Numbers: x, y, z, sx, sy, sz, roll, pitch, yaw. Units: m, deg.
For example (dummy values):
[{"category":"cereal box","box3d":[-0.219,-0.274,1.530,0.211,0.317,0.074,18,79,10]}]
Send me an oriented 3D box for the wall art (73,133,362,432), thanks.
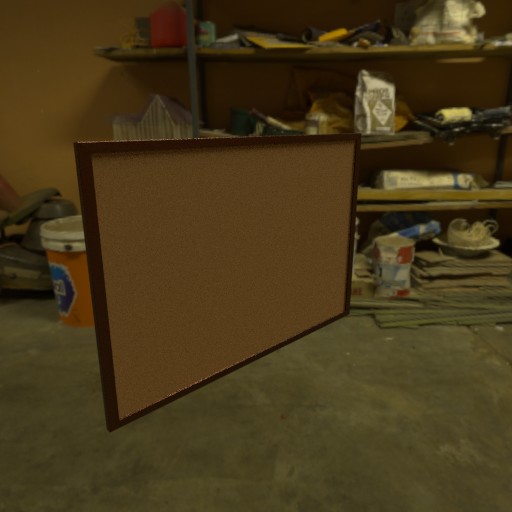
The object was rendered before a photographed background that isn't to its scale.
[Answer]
[{"category":"wall art","box3d":[0.000,0.000,1.073,0.816,0.559,0.014,-16,23,-41]}]
